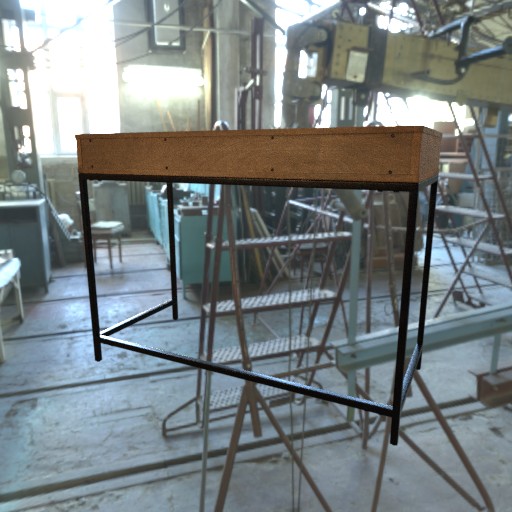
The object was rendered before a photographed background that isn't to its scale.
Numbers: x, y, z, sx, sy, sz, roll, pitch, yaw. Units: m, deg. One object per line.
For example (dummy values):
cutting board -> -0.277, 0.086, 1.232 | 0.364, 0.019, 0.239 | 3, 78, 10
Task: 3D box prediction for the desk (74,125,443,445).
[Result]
desk -> 0.000, 0.000, 1.431 | 1.016, 0.762, 0.470 | 7, 15, 26
